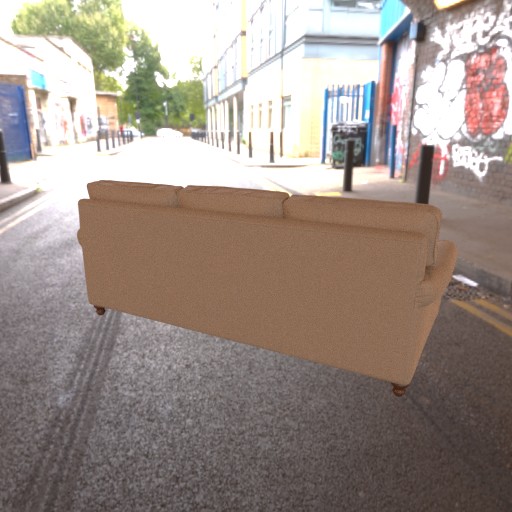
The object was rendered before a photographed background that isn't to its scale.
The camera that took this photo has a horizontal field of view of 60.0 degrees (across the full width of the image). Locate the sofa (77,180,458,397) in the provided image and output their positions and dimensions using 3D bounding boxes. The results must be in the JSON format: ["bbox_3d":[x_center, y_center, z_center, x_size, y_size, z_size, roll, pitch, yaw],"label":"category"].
[{"bbox_3d":[0.000,0.000,2.876,2.354,0.948,0.966,9,18,27],"label":"sofa"}]
